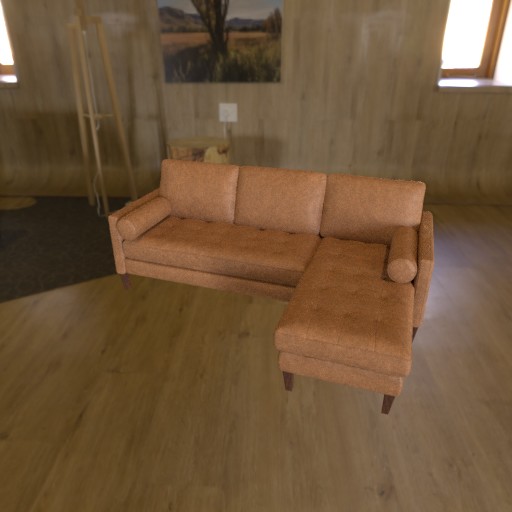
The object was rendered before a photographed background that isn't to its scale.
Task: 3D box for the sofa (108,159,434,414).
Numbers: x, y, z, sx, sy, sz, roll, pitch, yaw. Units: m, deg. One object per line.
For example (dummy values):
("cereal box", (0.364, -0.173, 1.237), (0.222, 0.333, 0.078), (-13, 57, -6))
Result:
("sofa", (0.000, 0.000, 2.937), (2.178, 0.876, 1.506), (9, 28, 17))
